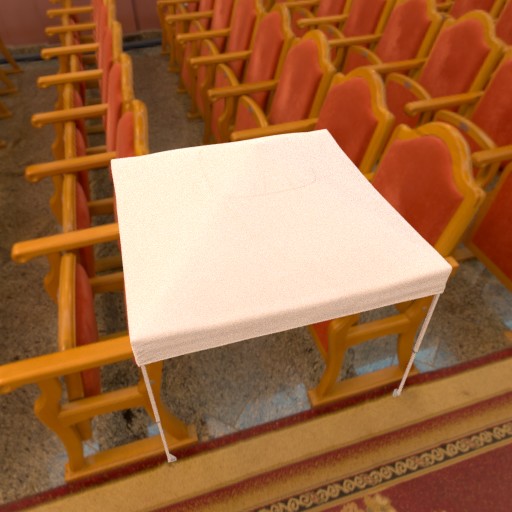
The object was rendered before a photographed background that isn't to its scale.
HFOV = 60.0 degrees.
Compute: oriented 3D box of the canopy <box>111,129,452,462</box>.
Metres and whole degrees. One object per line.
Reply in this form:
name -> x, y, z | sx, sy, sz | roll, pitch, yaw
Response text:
canopy -> 0.000, 0.000, 5.398 | 2.996, 2.997, 2.998 | -11, 43, -12
